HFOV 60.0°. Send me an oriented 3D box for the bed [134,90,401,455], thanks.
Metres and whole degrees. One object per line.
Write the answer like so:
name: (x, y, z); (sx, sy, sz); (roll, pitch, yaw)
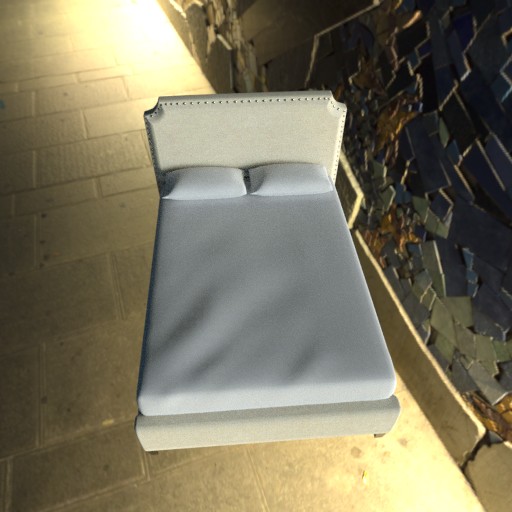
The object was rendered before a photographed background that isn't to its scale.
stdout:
bed: (0.000, 0.000, 3.385); (1.713, 1.457, 2.381); (-3, 46, -3)
